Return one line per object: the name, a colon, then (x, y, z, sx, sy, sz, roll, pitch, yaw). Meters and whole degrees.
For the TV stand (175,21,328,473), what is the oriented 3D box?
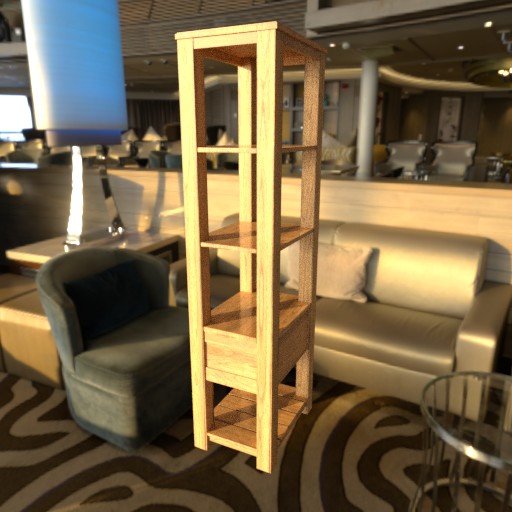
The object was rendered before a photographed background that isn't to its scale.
TV stand: (0.000, 0.000, 2.064, 0.435, 1.828, 0.565, 7, 17, 25)
